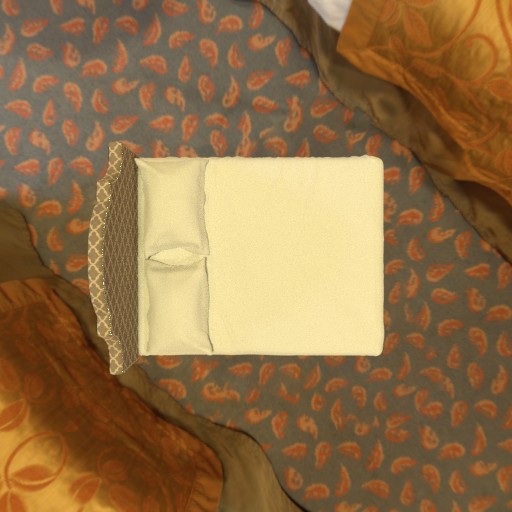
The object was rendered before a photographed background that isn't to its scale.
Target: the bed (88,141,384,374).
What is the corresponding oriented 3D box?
[{"bbox_3d":[0.000,0.000,3.404,2.222,1.633,1.780,0,91,1],"label":"bed"}]
